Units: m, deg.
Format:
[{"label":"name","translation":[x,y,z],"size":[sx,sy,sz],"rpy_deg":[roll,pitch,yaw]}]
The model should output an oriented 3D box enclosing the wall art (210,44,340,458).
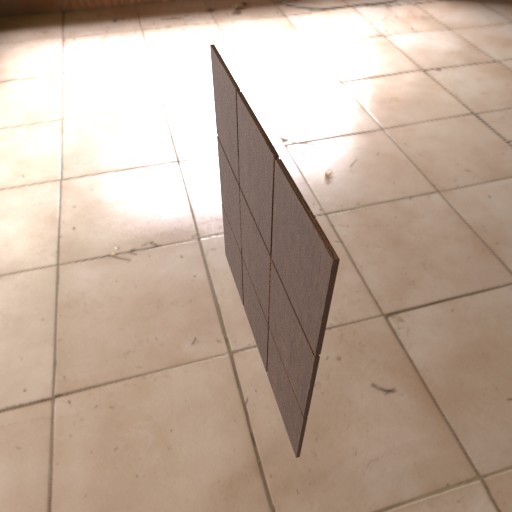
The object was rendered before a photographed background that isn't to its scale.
[{"label":"wall art","translation":[0.000,0.000,1.357],"size":[0.013,0.914,0.915],"rpy_deg":[-12,48,-11]}]
